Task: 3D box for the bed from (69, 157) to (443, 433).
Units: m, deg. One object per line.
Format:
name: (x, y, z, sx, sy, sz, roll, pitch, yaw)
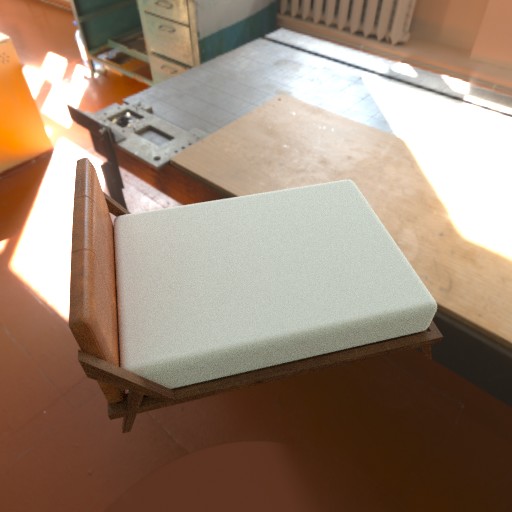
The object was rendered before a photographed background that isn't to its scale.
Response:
bed: (0.000, 0.000, 3.283, 2.311, 1.168, 1.651, -10, 47, -10)
